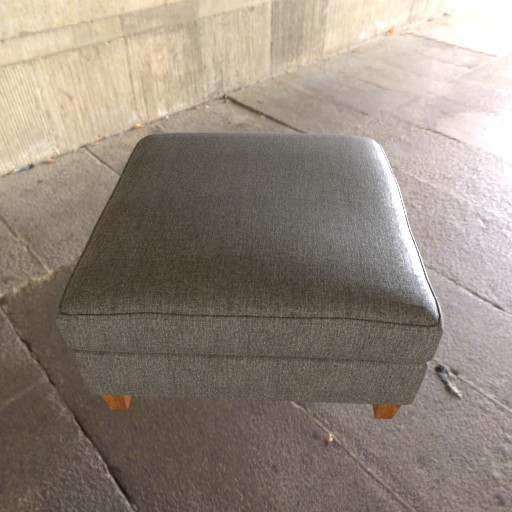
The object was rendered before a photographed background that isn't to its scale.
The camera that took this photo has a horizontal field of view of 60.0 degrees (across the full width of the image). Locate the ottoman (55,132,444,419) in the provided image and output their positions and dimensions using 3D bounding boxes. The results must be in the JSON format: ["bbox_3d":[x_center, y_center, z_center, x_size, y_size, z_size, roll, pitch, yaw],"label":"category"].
[{"bbox_3d":[0.000,0.000,1.329,0.838,0.481,0.838,1,42,2],"label":"ottoman"}]
